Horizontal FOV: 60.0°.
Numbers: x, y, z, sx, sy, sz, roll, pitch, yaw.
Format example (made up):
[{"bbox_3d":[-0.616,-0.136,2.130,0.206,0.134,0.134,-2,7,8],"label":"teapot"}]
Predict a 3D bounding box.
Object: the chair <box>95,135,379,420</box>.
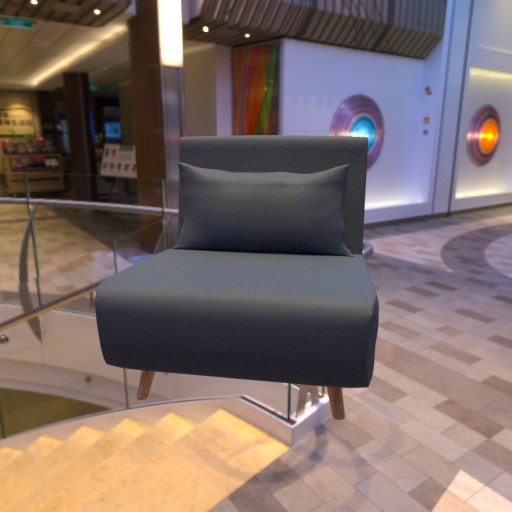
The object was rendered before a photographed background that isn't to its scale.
[{"bbox_3d":[0.000,0.000,1.526,0.770,0.808,0.900,2,15,9],"label":"chair"}]
